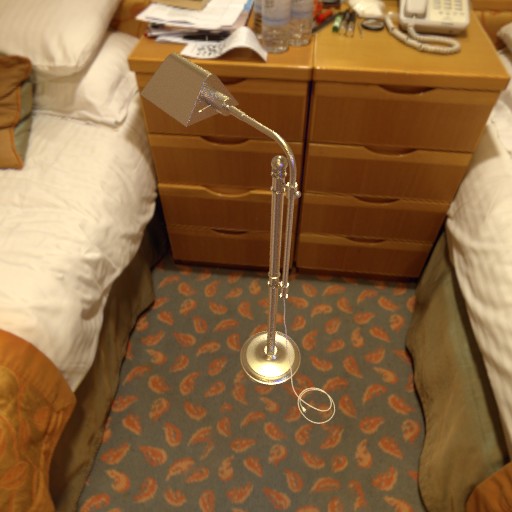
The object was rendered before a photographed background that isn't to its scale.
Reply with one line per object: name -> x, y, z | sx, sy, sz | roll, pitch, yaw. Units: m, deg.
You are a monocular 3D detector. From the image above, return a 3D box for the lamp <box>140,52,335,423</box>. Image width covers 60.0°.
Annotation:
lamp -> 0.000, 0.000, 0.945 | 0.159, 0.708, 0.546 | -32, 55, -26
